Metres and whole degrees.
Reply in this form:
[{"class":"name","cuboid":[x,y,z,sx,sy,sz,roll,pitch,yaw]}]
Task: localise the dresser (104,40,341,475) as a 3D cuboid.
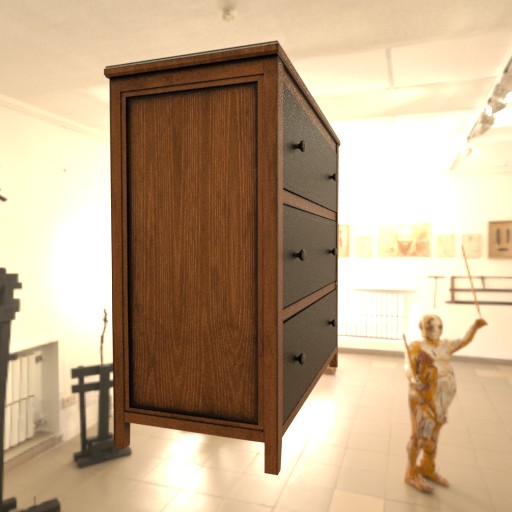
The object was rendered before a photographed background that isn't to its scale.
[{"class":"dresser","cuboid":[0.000,0.000,1.909,0.591,1.224,1.250,1,2,19]}]
